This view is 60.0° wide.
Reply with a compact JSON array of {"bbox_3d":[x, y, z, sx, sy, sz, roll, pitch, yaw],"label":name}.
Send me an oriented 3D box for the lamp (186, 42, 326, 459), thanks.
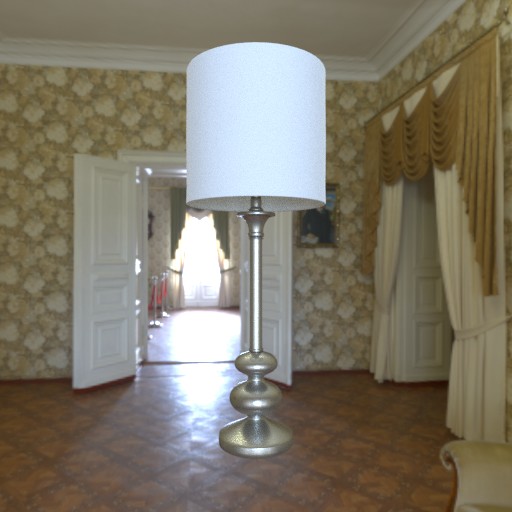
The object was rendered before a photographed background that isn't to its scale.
[{"bbox_3d":[0.000,0.000,0.817,0.254,0.690,0.254,0,0,37],"label":"lamp"}]
